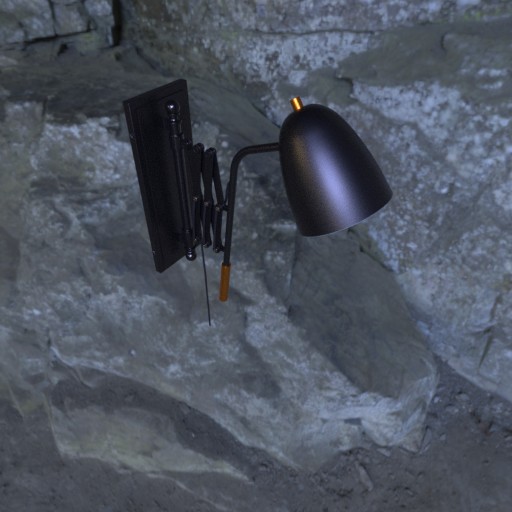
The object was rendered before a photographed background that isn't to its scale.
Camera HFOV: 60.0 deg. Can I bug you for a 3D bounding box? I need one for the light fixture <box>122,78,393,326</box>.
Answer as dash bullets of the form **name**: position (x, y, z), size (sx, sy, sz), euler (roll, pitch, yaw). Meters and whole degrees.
- **light fixture**: position (0.000, 0.000, 0.936), size (0.499, 0.715, 0.162), euler (26, 47, 27)
